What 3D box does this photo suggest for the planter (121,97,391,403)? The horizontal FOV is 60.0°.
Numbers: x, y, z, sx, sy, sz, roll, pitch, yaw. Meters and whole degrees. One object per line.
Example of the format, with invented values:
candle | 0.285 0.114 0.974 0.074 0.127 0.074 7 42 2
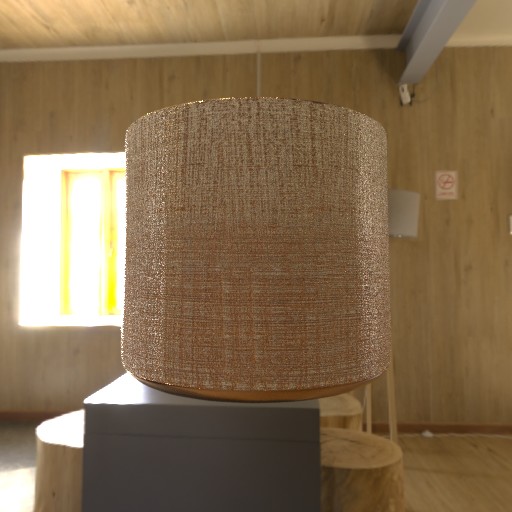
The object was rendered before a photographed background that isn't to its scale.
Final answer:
planter | 0.000 0.000 0.306 0.177 0.157 0.177 0 -2 0
